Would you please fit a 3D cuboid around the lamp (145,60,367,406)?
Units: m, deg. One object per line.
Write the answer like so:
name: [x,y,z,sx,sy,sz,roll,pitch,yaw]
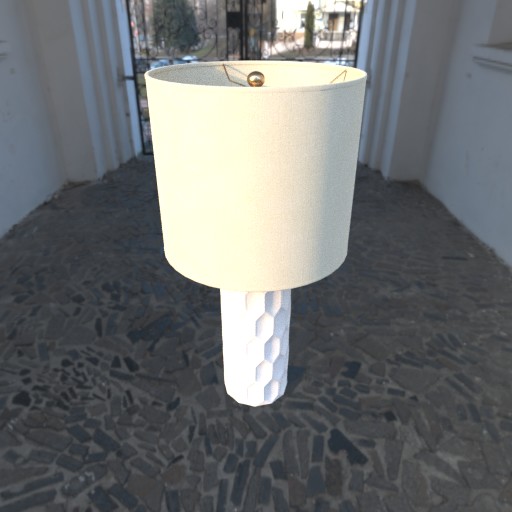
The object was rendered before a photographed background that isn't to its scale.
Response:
lamp: [0.000,0.000,0.693,0.277,0.537,0.277,8,30,14]
